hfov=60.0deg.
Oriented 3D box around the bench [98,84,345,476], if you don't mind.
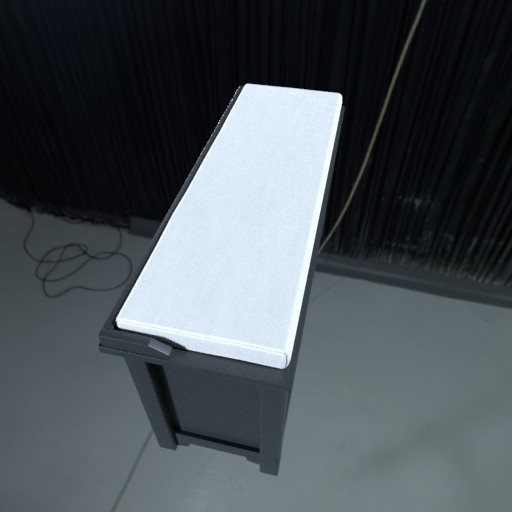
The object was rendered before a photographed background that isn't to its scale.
[{"bbox_3d":[0.000,0.000,1.236,0.345,0.561,0.973,9,47,9],"label":"bench"}]
